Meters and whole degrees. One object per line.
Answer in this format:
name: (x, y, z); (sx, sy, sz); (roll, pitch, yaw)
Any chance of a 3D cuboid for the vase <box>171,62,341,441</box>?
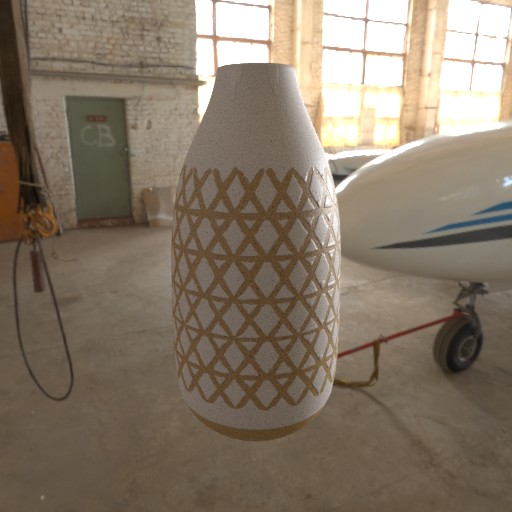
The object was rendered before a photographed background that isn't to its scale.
vase: (0.000, 0.000, 0.482); (0.186, 0.380, 0.186); (0, 16, 0)
